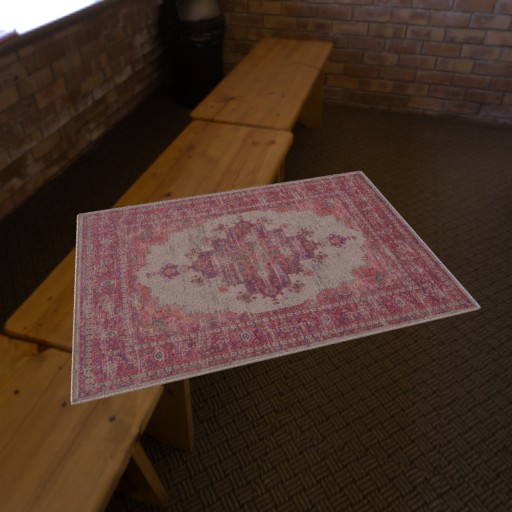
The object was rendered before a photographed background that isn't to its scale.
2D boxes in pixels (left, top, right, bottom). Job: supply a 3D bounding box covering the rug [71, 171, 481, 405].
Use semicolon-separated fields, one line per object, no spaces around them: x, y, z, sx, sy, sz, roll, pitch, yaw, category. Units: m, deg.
0.000;0.000;3.679;2.878;0.014;2.005;-11;43;-12;rug
